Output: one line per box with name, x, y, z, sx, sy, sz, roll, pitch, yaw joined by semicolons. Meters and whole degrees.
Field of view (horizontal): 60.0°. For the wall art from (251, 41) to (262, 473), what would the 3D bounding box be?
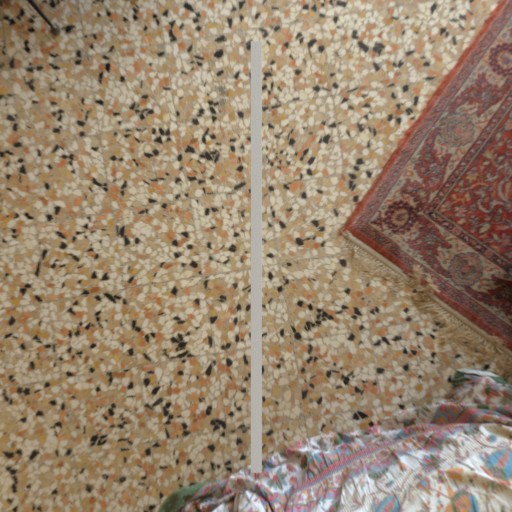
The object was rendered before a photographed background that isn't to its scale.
wall art;0.000;0.000;0.772;0.012;0.557;0.482;0;90;0
